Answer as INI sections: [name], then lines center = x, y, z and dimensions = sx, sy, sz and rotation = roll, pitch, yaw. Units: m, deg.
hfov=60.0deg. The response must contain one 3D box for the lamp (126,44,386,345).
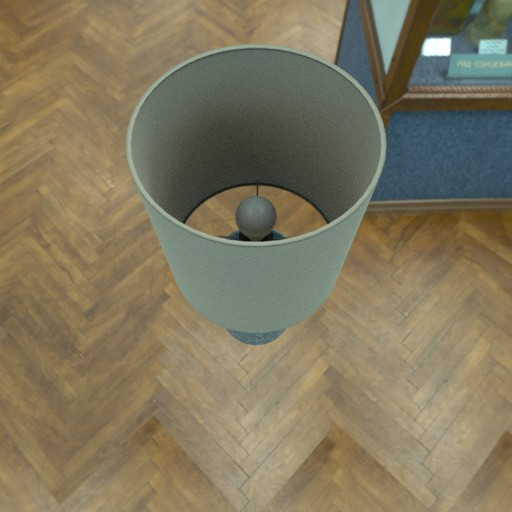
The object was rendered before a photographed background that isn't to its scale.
[lamp]
center = 0.000, 0.000, 0.743
dimensions = 0.278, 0.597, 0.278
rotation = 1, 63, 1
